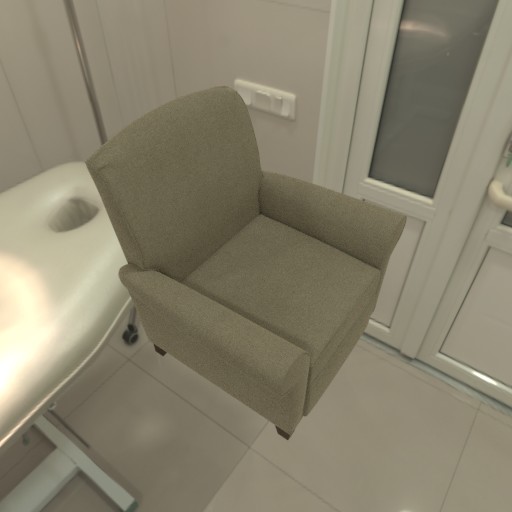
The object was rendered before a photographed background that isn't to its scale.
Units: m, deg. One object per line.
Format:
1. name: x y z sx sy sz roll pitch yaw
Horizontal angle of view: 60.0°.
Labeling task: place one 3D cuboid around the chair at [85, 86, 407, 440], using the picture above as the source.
1. chair: 0.000 0.000 1.809 0.905 1.061 0.978 26 49 25
